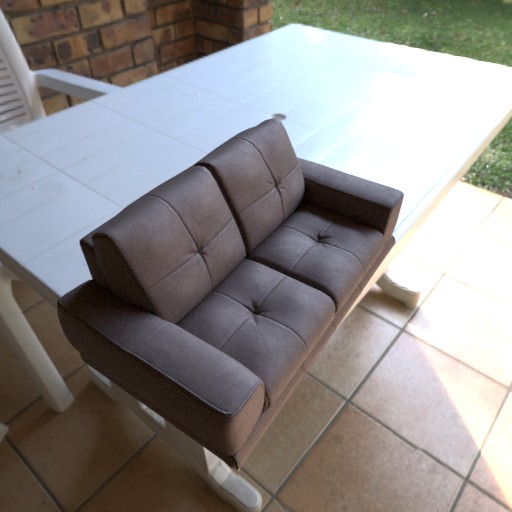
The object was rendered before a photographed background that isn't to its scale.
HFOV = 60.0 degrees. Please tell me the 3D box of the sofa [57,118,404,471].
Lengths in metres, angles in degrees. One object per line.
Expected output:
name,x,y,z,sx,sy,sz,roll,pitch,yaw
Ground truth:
sofa,0.000,0.000,2.370,1.018,0.907,1.806,24,47,25
